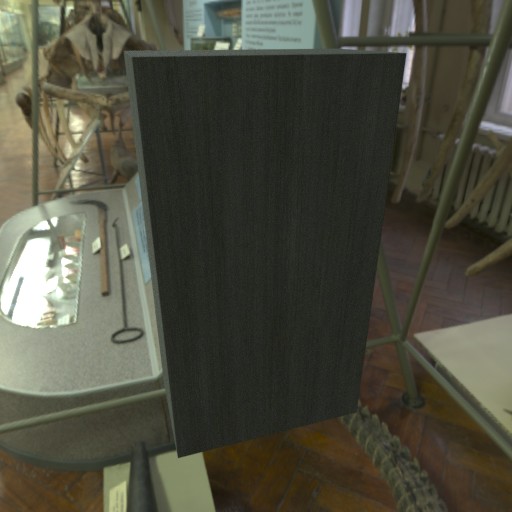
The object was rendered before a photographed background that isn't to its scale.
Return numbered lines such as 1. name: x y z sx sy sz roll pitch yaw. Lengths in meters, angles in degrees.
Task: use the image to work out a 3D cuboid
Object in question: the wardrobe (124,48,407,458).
1. wardrobe: 0.000 0.000 2.159 0.991 1.808 0.577 -8 28 -16
